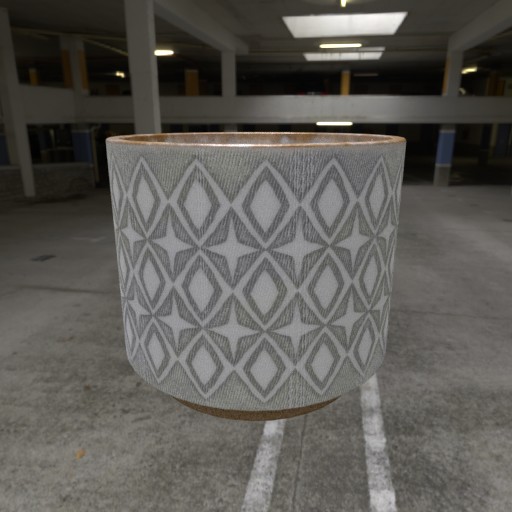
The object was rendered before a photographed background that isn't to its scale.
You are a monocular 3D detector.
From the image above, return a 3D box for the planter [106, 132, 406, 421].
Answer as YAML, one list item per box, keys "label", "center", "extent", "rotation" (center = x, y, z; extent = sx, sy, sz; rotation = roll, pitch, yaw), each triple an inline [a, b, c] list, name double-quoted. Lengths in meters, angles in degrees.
- label: "planter"
  center: [0.000, 0.000, 0.427]
  extent: [0.255, 0.223, 0.255]
  rotation: [0, 17, 0]
